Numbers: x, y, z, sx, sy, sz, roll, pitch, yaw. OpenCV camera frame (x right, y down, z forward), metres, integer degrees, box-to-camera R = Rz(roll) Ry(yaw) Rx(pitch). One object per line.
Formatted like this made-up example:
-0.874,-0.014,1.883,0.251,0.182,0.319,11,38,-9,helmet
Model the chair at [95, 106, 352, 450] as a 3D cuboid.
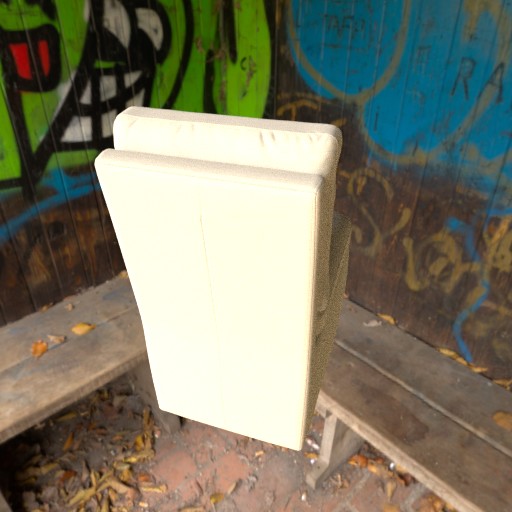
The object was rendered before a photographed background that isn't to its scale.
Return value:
0.000,0.000,1.324,0.503,0.927,0.698,10,34,16,chair
